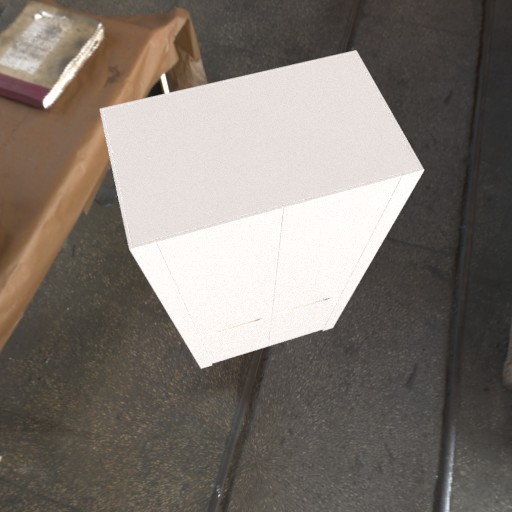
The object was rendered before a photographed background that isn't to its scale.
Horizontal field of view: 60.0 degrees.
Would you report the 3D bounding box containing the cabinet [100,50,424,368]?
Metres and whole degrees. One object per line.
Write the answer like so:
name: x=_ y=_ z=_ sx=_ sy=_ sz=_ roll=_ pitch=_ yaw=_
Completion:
cabinet: x=0.000 y=0.000 z=2.384 sx=0.980 sy=1.920 sz=0.580 roll=-16 pitch=66 yaw=-7
